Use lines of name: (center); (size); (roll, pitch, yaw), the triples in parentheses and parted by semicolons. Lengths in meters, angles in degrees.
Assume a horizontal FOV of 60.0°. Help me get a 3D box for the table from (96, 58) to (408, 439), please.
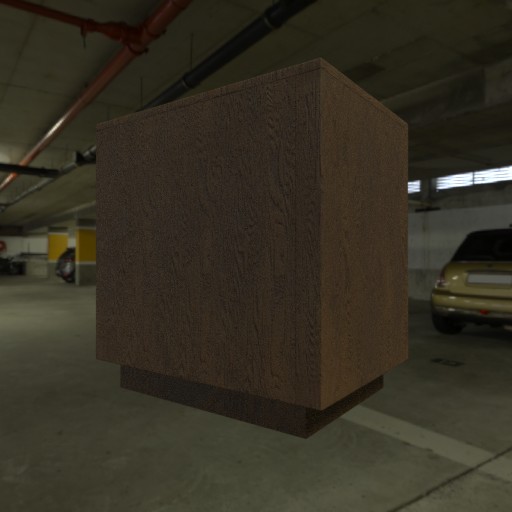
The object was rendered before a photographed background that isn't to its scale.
table: (0.000, 0.000, 0.994); (0.560, 0.585, 0.439); (0, 0, 36)
